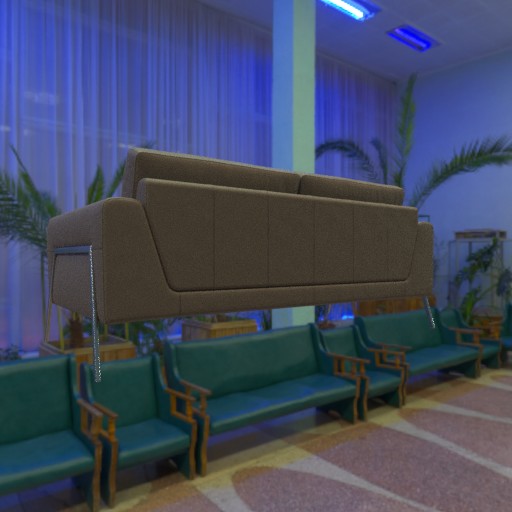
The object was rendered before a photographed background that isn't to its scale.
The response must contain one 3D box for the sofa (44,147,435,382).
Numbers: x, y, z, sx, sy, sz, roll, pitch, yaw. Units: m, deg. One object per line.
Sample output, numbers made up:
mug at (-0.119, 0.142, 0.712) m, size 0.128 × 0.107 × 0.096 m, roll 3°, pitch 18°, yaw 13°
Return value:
sofa at (0.000, 0.000, 2.491) m, size 2.017 × 0.875 × 0.953 m, roll 0°, pitch 0°, yaw -36°
